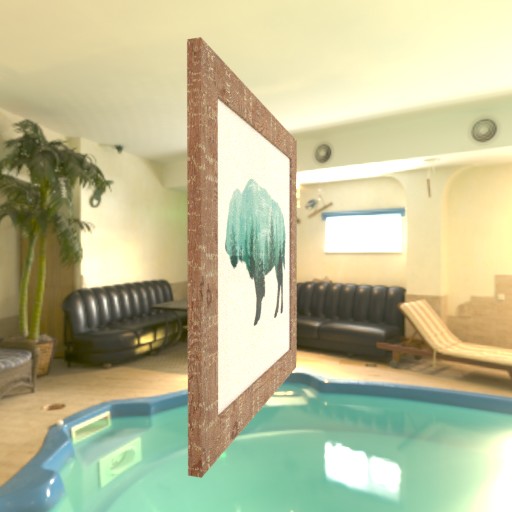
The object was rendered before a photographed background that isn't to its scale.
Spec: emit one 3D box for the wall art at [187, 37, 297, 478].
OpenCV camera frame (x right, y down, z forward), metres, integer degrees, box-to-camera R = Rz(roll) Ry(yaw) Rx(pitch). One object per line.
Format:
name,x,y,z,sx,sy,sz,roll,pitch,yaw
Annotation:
wall art,0.000,0.000,0.567,0.022,0.380,0.380,0,1,18
